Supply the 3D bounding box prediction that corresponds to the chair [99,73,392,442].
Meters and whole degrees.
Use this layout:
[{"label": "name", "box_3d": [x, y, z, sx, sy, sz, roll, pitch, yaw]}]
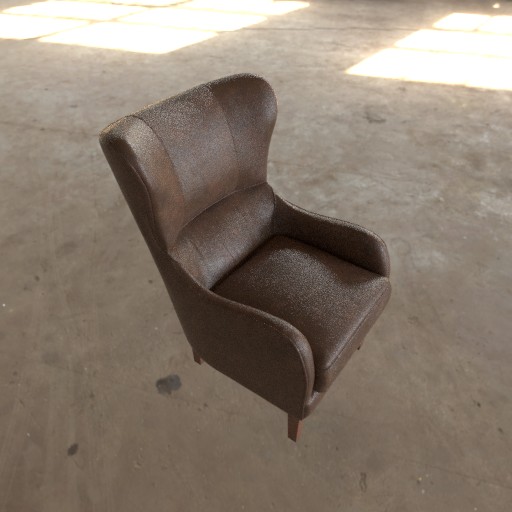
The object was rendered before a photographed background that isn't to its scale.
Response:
[{"label": "chair", "box_3d": [0.000, 0.000, 1.632, 0.914, 1.048, 0.692, 26, 47, 27]}]
